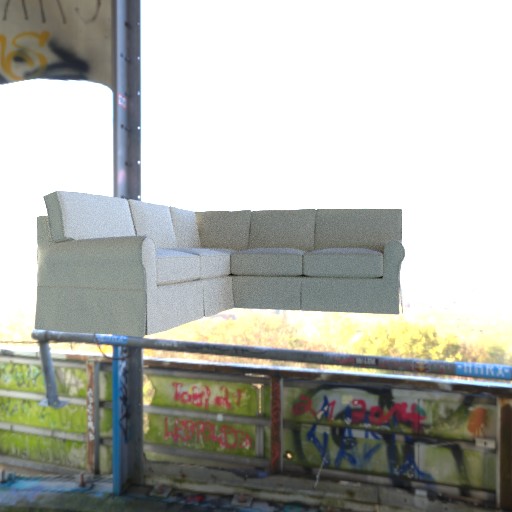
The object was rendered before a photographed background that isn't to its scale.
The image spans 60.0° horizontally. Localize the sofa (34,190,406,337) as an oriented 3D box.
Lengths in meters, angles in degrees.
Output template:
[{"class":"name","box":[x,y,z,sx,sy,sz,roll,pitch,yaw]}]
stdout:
[{"class":"sofa","box":[0.000,0.000,4.033,2.597,1.070,2.591,0,1,18]}]
